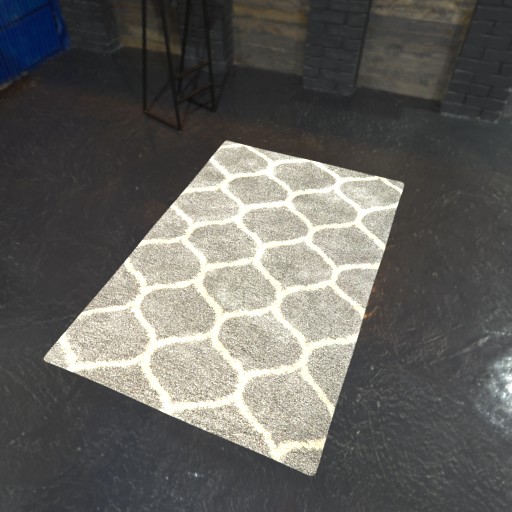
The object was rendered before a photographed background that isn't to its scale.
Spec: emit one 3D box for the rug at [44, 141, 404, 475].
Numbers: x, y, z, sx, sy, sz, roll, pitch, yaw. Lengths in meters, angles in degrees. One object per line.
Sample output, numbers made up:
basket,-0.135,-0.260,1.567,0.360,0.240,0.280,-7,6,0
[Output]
rug,0.000,0.000,3.417,1.801,0.026,2.701,17,49,15
